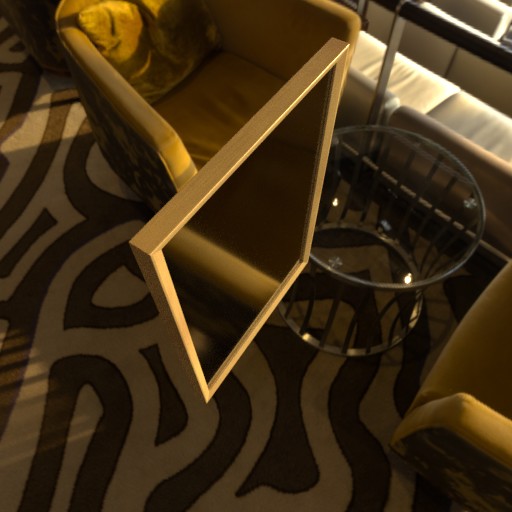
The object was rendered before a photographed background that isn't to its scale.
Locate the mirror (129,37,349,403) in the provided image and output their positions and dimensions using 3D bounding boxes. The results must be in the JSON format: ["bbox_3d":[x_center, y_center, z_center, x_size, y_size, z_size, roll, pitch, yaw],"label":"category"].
[{"bbox_3d":[0.000,0.000,0.942,0.039,0.710,0.507,30,63,17],"label":"mirror"}]
